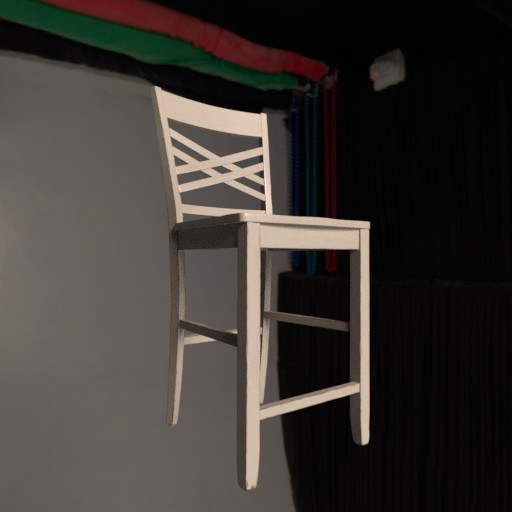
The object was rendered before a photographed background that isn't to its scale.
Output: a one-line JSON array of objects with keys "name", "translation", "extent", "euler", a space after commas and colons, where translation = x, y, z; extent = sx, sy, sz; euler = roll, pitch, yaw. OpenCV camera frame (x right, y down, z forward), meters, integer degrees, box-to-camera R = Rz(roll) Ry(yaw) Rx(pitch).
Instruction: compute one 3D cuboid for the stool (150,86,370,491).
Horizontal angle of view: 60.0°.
[{"name": "stool", "translation": [0.000, 0.000, 1.353], "extent": [0.462, 1.079, 0.539], "euler": [0, 0, -37]}]
